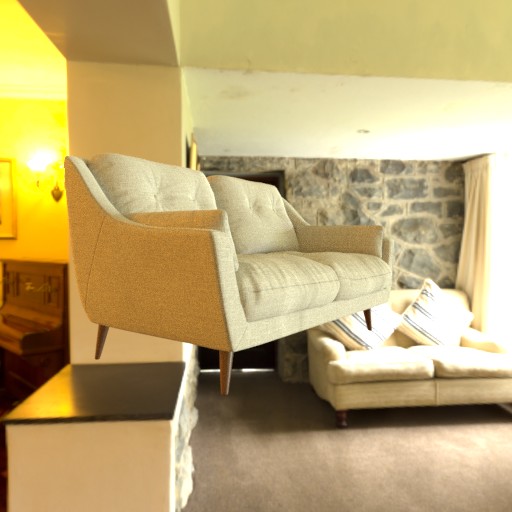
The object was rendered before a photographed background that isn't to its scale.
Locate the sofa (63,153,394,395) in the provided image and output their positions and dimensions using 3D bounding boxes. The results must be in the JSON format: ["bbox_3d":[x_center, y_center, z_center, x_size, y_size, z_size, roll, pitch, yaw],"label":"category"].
[{"bbox_3d":[0.000,0.000,2.210,0.965,0.888,1.652,1,2,35],"label":"sofa"}]
